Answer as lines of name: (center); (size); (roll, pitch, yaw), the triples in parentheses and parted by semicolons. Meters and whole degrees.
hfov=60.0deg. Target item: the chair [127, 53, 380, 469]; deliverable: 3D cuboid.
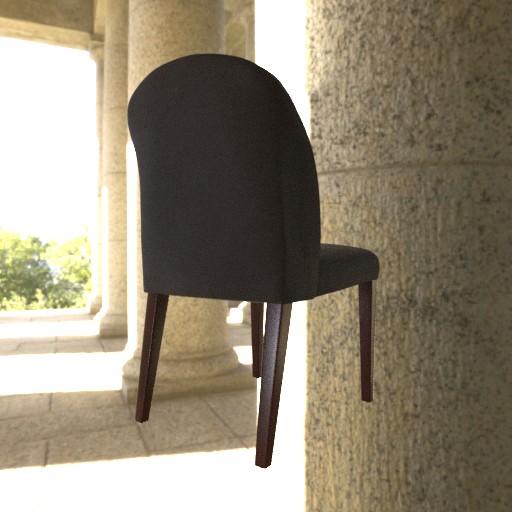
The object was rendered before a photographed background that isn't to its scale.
chair: (0.000, 0.000, 1.235); (0.506, 0.879, 0.619); (0, 0, 38)
